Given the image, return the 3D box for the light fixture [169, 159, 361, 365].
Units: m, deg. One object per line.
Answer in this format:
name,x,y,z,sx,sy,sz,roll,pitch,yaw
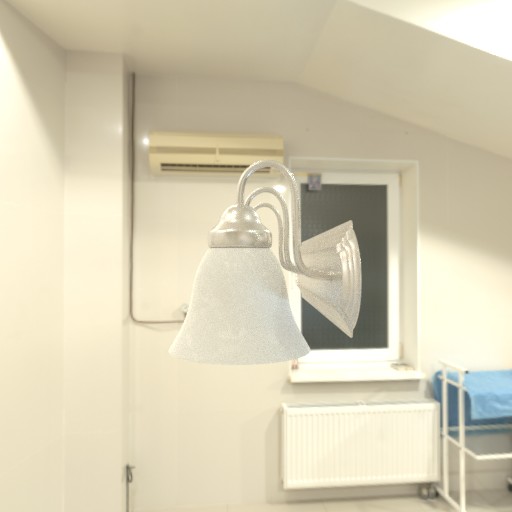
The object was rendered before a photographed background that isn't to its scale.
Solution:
light fixture,0.000,0.000,0.713,0.199,0.222,0.610,0,-1,0
